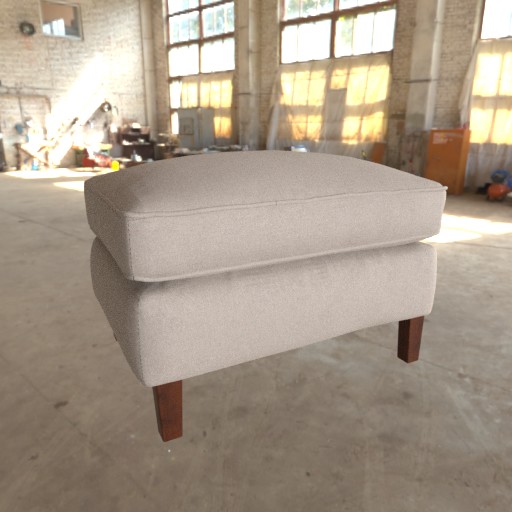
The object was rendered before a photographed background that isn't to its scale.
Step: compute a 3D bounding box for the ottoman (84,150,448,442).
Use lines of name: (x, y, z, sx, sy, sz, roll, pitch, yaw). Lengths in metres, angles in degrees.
ottoman: (0.000, 0.000, 0.990, 0.665, 0.456, 0.501, -8, 18, -26)
